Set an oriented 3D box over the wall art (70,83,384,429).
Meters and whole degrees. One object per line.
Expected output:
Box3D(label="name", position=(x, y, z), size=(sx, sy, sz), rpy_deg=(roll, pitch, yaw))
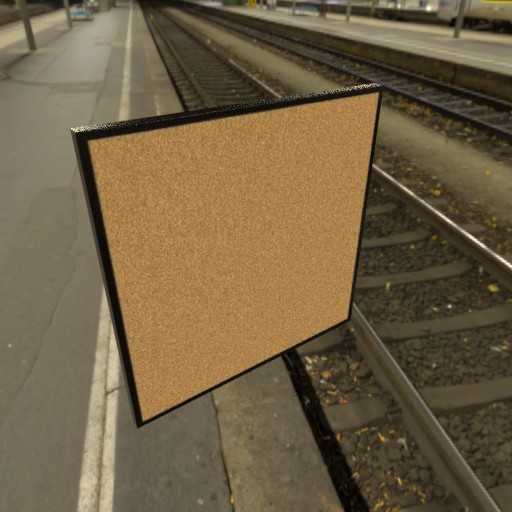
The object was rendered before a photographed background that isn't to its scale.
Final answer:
Box3D(label="wall art", position=(0.000, 0.000, 0.522), size=(0.349, 0.349, 0.014), rpy_deg=(-20, 36, -29))
